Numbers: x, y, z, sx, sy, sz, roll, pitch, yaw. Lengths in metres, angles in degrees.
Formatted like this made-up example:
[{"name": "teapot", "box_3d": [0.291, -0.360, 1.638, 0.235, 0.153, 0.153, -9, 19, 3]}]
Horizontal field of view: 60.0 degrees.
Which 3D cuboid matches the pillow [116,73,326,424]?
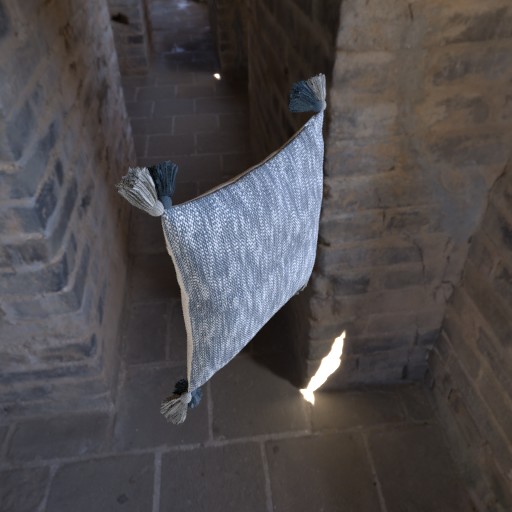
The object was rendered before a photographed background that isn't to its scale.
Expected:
[{"name": "pillow", "box_3d": [0.000, 0.000, 0.952, 0.138, 0.634, 0.614, 26, 47, 27]}]
